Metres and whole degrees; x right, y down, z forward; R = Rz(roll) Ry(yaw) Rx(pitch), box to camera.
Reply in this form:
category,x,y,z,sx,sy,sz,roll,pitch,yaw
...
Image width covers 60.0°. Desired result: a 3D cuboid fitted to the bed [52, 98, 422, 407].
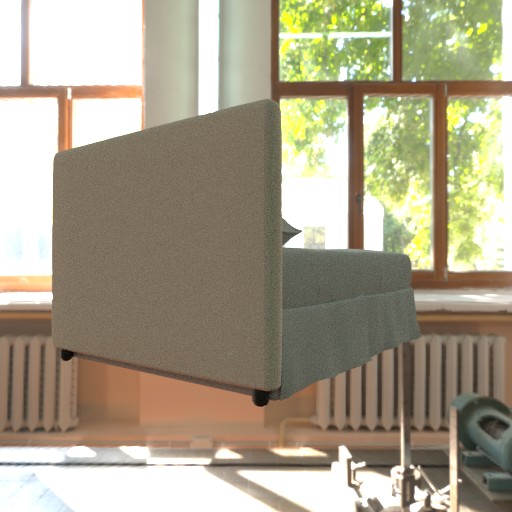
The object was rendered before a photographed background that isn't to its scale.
category,x,y,z,sx,sy,sz,roll,pitch,yaw
bed,0.000,0.000,3.179,1.748,1.330,2.142,0,-1,36
